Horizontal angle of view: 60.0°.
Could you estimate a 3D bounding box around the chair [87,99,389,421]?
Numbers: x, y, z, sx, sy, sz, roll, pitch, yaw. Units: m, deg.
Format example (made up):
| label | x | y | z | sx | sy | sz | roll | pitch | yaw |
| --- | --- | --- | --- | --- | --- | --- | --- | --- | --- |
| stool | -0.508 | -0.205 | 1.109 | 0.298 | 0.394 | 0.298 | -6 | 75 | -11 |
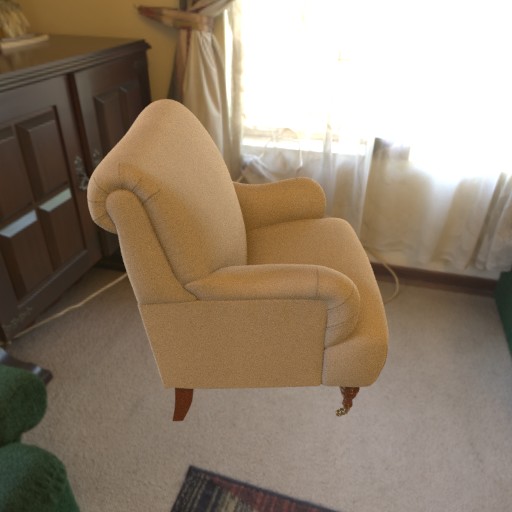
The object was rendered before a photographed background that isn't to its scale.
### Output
| label | x | y | z | sx | sy | sz | roll | pitch | yaw |
| --- | --- | --- | --- | --- | --- | --- | --- | --- | --- |
| chair | 0.000 | 0.000 | 1.566 | 0.842 | 0.942 | 0.766 | 0 | 32 | -1 |
